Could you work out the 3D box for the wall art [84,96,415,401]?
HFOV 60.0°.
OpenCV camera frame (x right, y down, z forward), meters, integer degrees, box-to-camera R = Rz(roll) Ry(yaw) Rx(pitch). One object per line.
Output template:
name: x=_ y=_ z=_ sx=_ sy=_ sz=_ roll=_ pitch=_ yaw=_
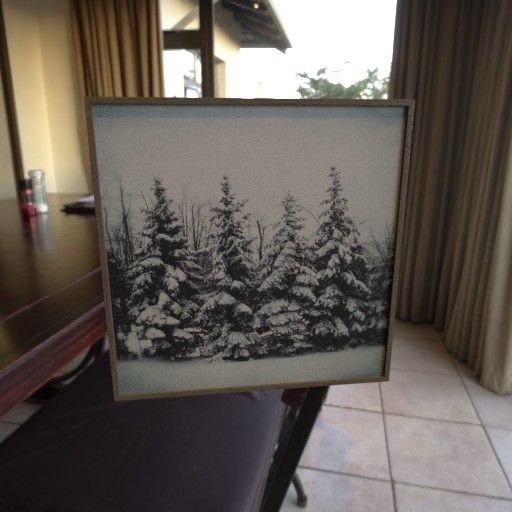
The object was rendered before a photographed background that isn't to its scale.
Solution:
wall art: x=0.000 y=0.000 z=1.131 sx=0.758 sy=0.758 sz=0.039 roll=-2 pitch=16 yaw=-7
